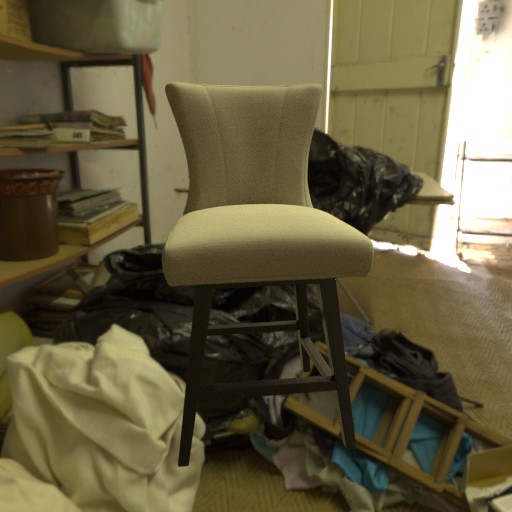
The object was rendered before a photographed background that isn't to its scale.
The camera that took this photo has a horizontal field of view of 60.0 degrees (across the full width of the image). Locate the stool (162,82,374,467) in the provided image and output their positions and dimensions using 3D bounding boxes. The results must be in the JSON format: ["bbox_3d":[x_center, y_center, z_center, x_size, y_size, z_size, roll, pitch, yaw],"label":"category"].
[{"bbox_3d":[0.000,0.000,1.326,0.514,1.000,0.574,-2,17,-8],"label":"stool"}]
